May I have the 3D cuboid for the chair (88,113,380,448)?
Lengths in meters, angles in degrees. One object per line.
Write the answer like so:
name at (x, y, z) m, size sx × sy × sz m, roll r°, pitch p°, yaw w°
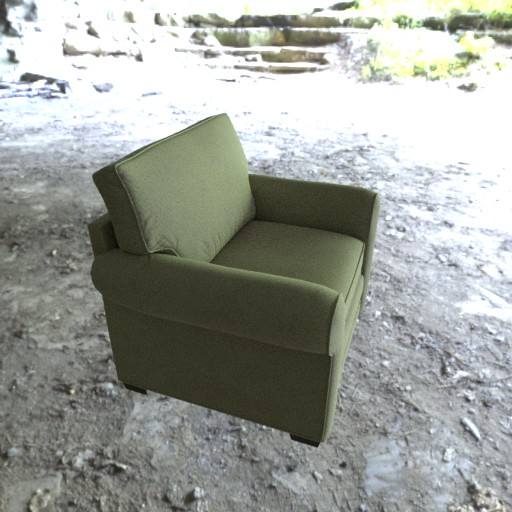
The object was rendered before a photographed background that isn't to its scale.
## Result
chair at (0.000, 0.000, 1.963) m, size 0.939 × 1.044 × 1.147 m, roll 10°, pitch 31°, yaw 18°
